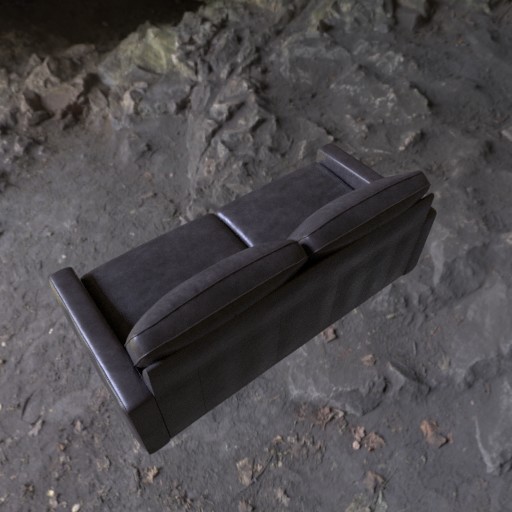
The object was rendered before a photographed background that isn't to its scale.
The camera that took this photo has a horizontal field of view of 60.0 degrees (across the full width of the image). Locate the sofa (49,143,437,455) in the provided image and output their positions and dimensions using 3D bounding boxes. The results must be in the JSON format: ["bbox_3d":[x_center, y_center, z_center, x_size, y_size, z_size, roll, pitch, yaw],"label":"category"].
[{"bbox_3d":[0.000,0.000,2.575,2.081,0.916,0.939,-29,54,-24],"label":"sofa"}]
